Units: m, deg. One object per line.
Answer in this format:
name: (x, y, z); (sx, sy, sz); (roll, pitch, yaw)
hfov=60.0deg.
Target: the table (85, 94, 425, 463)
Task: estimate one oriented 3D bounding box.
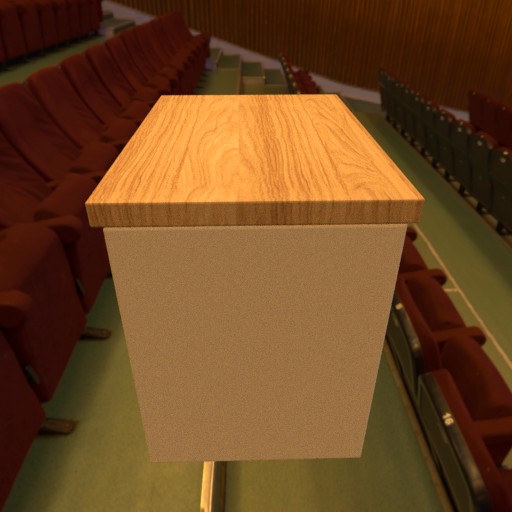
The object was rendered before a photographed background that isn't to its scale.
table: (0.000, 0.000, 0.778); (0.360, 0.440, 0.500); (-1, 32, -1)
